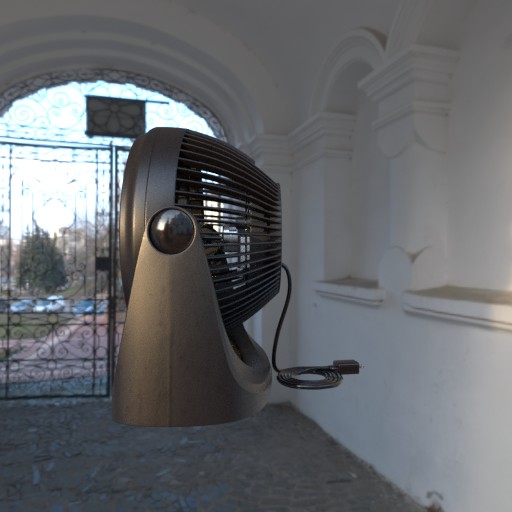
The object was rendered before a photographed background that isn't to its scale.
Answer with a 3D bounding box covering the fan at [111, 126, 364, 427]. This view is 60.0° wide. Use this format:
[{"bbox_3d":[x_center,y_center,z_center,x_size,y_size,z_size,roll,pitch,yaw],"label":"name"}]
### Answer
[{"bbox_3d":[0.000,0.000,0.491,0.256,0.277,0.273,0,0,0],"label":"fan"}]
